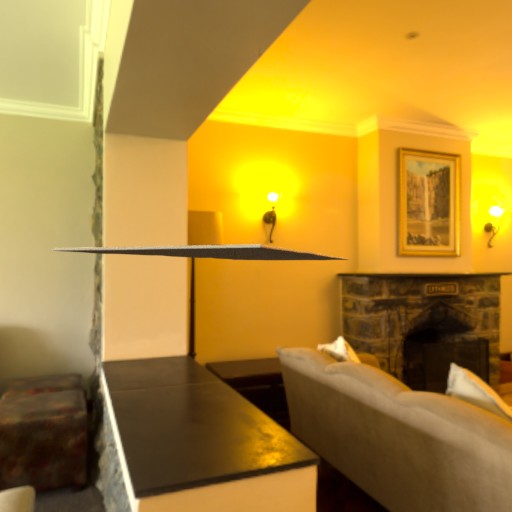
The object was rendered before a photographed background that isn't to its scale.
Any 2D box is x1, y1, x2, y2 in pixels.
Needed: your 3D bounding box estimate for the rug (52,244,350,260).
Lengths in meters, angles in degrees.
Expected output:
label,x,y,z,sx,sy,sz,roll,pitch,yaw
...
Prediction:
label,x,y,z,sx,sy,sz,roll,pitch,yaw
rug,0.000,0.000,2.677,0.857,0.018,2.383,-1,-2,19
